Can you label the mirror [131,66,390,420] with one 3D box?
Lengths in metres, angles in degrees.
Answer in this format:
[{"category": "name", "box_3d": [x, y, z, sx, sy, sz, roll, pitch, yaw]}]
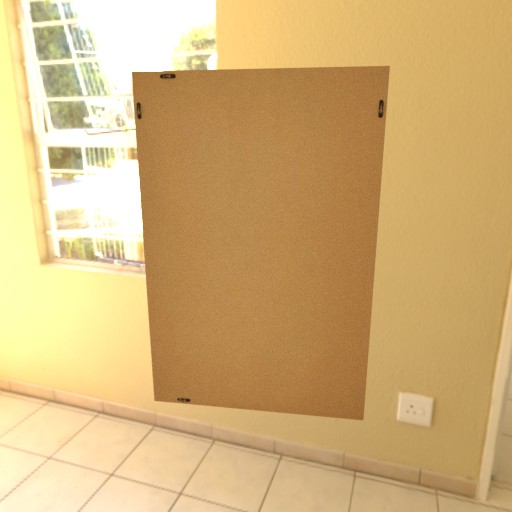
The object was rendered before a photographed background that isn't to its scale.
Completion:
[{"category": "mirror", "box_3d": [0.000, 0.000, 1.170, 0.609, 0.915, 0.040, 2, 16, 8]}]
